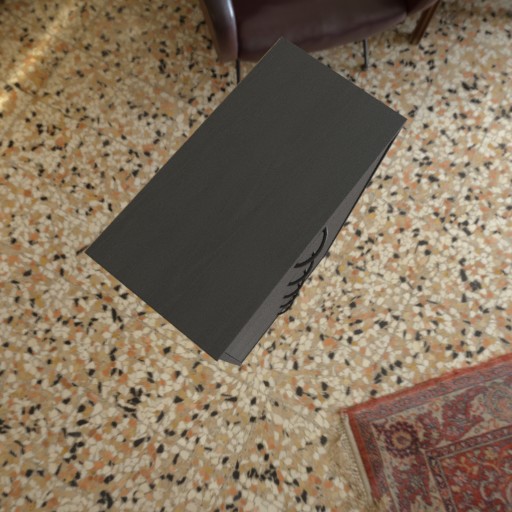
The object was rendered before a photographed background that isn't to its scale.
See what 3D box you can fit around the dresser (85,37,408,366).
[{"bbox_3d":[0.000,0.000,1.602,0.399,1.255,0.704,37,78,9],"label":"dresser"}]
